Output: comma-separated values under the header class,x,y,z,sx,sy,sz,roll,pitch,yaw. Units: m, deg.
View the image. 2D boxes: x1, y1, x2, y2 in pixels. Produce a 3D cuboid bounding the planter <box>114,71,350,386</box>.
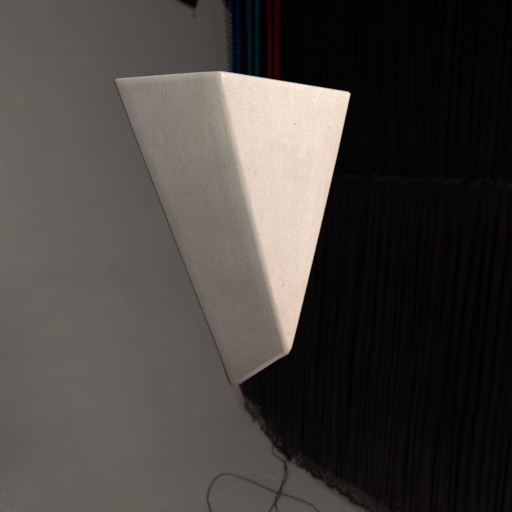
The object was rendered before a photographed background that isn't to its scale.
class,x,y,z,sx,sy,sz,roll,pitch,yaw
planter,0.000,0.000,0.277,0.150,0.197,0.060,-13,18,-43
